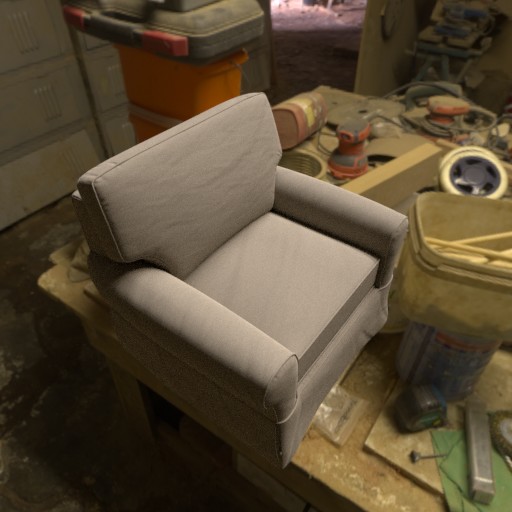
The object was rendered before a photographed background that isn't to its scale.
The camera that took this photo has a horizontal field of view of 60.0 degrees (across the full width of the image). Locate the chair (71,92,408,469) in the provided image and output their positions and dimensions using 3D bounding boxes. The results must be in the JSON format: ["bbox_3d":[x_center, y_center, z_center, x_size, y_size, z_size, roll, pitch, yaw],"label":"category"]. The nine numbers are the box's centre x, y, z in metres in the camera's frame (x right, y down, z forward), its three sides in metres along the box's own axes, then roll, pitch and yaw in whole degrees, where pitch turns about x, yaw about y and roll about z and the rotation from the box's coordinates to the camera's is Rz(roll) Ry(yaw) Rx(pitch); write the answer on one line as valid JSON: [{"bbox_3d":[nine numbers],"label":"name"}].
[{"bbox_3d":[0.000,0.000,1.883,0.988,1.017,1.135,26,48,27],"label":"chair"}]
